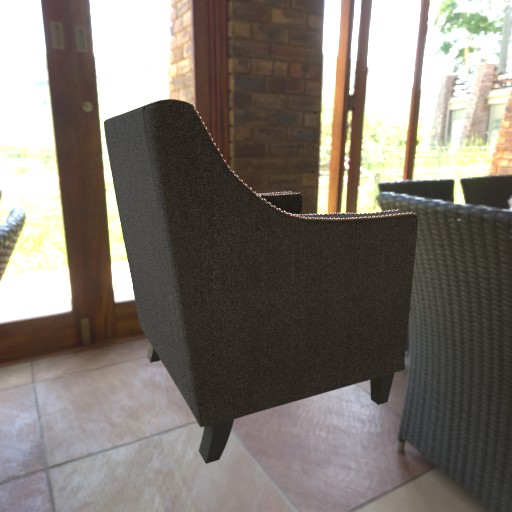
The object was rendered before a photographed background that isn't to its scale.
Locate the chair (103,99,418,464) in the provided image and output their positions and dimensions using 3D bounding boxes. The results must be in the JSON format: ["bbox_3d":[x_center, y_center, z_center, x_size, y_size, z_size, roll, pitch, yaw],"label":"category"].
[{"bbox_3d":[0.000,0.000,1.584,0.884,0.967,0.776,-7,15,-25],"label":"chair"}]
